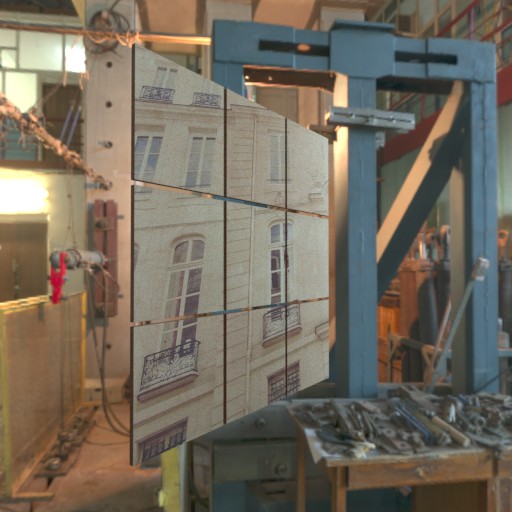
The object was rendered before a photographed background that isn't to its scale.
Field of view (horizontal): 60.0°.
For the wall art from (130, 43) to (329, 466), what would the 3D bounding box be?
[{"bbox_3d":[0.000,0.000,1.774,0.024,1.218,1.221,-1,-1,36],"label":"wall art"}]
